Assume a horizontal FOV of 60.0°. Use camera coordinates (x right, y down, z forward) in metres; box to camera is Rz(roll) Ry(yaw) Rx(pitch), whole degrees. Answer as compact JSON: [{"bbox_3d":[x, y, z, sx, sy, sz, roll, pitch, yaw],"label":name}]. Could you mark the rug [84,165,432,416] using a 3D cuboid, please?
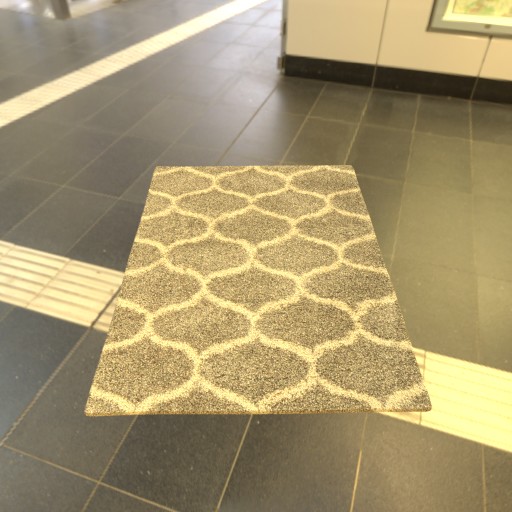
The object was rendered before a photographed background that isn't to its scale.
[{"bbox_3d":[0.000,0.000,2.105,1.200,0.025,1.600,-1,42,-1],"label":"rug"}]
